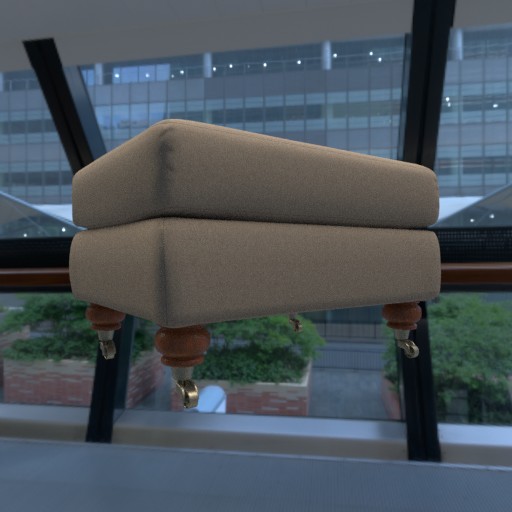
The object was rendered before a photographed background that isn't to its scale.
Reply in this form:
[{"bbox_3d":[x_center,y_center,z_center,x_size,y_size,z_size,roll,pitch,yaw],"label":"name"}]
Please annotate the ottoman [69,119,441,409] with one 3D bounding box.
[{"bbox_3d":[0.000,0.000,1.107,0.773,0.497,0.574,0,0,-36],"label":"ottoman"}]
